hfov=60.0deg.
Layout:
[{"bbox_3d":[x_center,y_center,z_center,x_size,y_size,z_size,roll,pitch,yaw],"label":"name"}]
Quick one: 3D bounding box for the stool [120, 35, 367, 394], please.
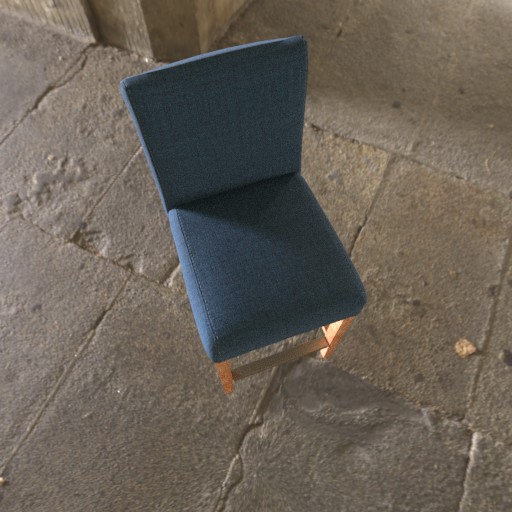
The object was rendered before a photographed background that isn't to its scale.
[{"bbox_3d":[0.000,0.000,1.332,0.454,1.039,0.567,-18,66,-8],"label":"stool"}]
